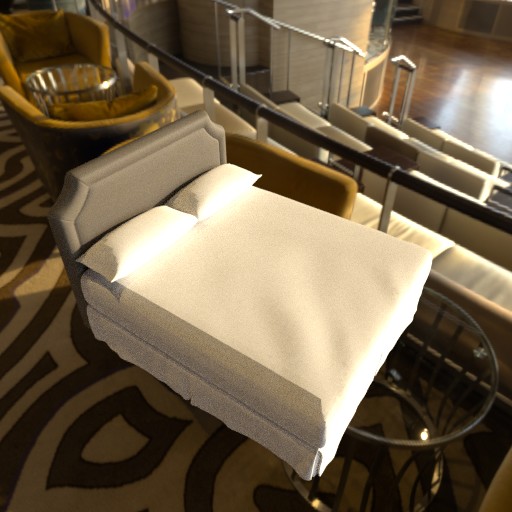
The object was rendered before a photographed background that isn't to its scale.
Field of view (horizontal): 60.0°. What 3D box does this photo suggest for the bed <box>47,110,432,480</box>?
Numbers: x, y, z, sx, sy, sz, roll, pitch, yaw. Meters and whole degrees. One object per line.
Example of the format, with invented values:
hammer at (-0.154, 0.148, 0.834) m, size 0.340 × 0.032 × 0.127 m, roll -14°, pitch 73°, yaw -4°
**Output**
bed at (0.000, 0.000, 3.847) m, size 2.536 × 1.561 × 2.194 m, roll 24°, pitch 45°, yaw 26°
